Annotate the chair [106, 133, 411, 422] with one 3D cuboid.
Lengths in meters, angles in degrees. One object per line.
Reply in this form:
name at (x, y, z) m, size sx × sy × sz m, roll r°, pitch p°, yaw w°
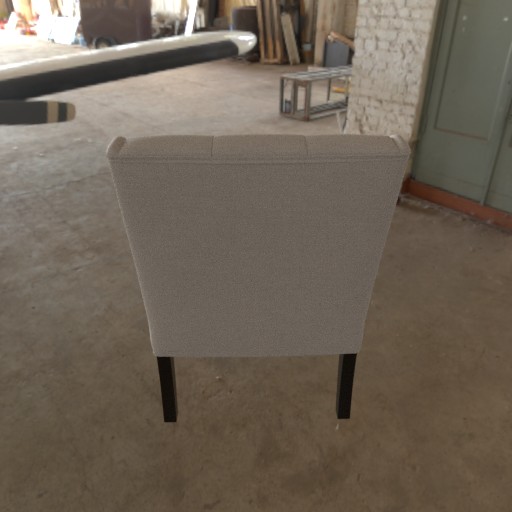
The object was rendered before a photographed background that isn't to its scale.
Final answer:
chair at (0.000, 0.000, 1.282) m, size 0.569 × 0.853 × 0.676 m, roll -1°, pitch 30°, yaw -1°
